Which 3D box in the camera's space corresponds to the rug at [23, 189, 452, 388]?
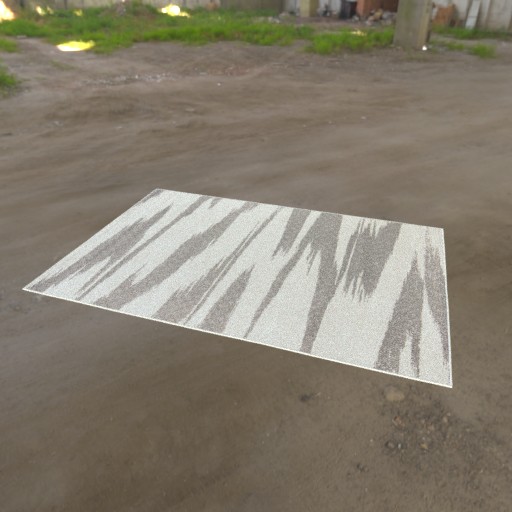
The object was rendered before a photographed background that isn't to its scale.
[{"bbox_3d":[0.000,0.000,2.254,1.827,0.008,1.225,10,33,16],"label":"rug"}]
